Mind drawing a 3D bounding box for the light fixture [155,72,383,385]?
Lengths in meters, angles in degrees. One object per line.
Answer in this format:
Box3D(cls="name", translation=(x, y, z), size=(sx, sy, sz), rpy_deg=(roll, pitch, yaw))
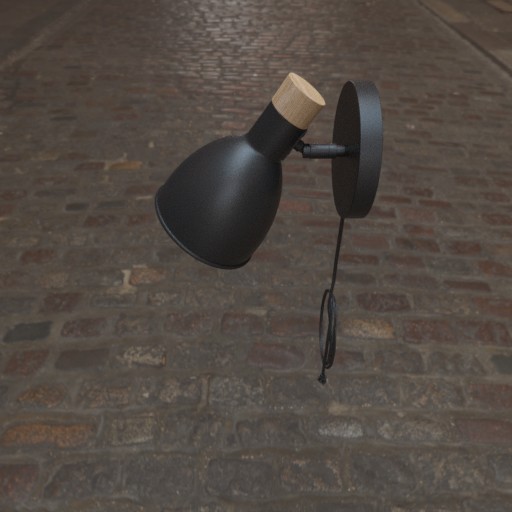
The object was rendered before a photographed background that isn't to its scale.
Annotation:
Box3D(cls="light fixture", translation=(0.000, 0.000, 0.502), size=(0.203, 0.401, 0.127), rpy_deg=(0, 41, 0))
